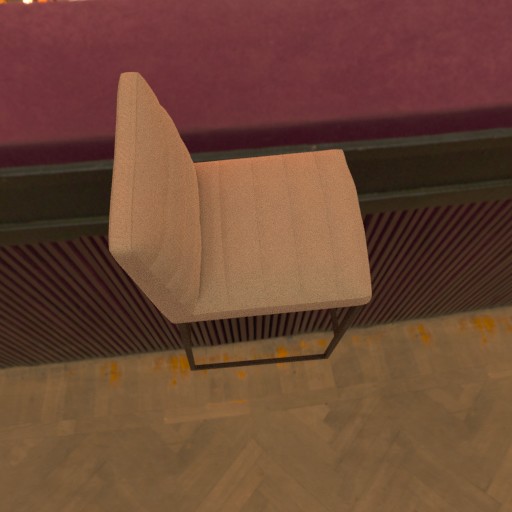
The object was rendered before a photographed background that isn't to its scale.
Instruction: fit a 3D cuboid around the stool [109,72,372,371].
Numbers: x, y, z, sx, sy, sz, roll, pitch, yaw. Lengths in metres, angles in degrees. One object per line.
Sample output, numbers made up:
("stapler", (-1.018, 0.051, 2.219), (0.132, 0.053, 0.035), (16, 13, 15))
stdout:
("stool", (0.000, 0.000, 1.346), (0.573, 1.061, 0.464), (-5, 65, -2))
